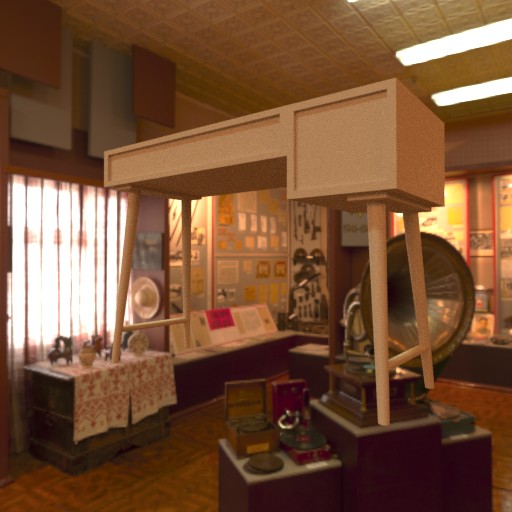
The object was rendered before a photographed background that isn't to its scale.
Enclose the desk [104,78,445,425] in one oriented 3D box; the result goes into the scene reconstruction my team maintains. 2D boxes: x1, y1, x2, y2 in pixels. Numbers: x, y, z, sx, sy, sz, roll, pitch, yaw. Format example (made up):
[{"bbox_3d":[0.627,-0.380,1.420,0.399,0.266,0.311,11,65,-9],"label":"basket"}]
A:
[{"bbox_3d":[0.000,0.000,1.441,1.069,0.761,0.409,-1,-1,37],"label":"desk"}]
